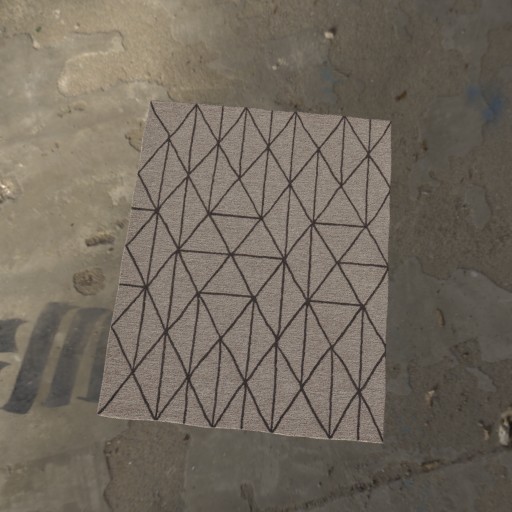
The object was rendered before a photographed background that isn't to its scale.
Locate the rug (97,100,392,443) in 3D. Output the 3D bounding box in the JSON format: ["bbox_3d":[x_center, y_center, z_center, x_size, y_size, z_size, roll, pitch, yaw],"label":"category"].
[{"bbox_3d":[0.000,0.000,4.114,2.468,0.022,3.061,5,77,1],"label":"rug"}]
